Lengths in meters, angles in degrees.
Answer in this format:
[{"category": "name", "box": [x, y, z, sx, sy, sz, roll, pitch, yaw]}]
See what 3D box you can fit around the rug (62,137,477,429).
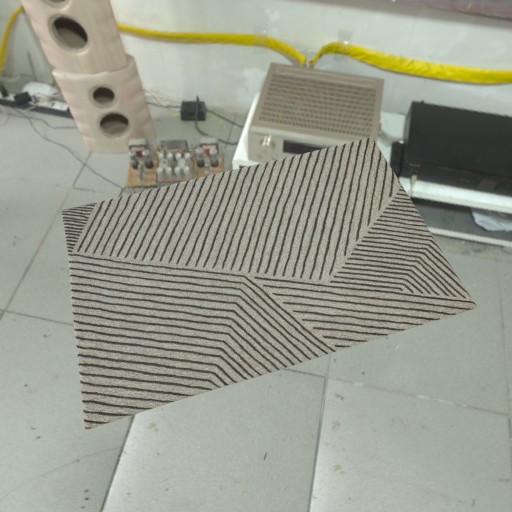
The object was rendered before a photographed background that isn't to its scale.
[{"category": "rug", "box": [0.000, 0.000, 2.940, 2.406, 0.023, 1.539, -15, 60, -9]}]
